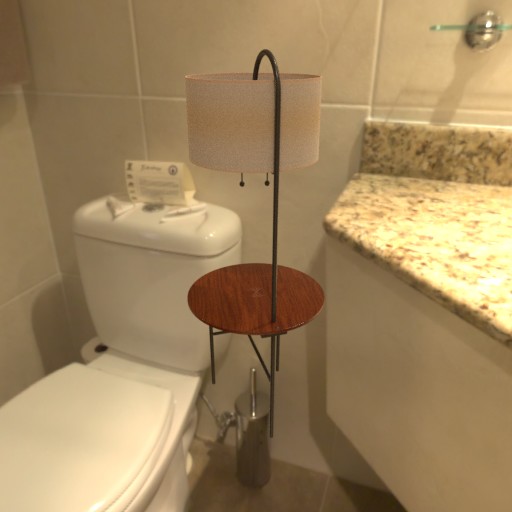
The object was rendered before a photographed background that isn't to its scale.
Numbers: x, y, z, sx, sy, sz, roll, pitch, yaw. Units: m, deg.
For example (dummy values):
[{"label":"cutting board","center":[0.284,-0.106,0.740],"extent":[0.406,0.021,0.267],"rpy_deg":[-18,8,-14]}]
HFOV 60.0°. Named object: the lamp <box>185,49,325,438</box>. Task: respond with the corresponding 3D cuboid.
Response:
[{"label":"lamp","center":[0.000,0.000,1.794],"extent":[0.573,1.517,0.573],"rpy_deg":[0,25,0]}]
